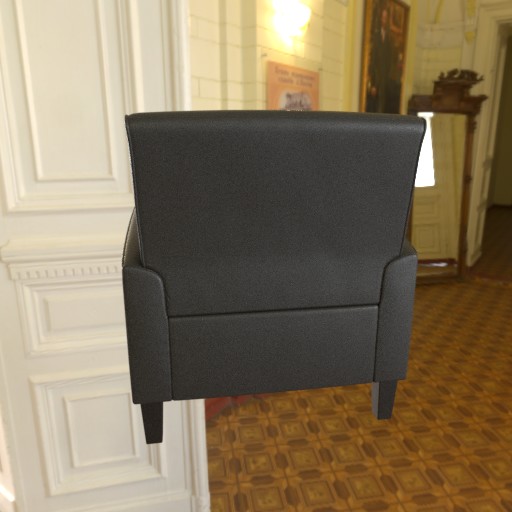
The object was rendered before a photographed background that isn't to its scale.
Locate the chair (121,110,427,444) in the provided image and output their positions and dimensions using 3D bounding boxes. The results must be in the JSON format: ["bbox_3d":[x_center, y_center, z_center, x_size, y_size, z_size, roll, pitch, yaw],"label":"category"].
[{"bbox_3d":[0.000,0.000,1.536,0.820,0.916,0.819,-2,15,-9],"label":"chair"}]
